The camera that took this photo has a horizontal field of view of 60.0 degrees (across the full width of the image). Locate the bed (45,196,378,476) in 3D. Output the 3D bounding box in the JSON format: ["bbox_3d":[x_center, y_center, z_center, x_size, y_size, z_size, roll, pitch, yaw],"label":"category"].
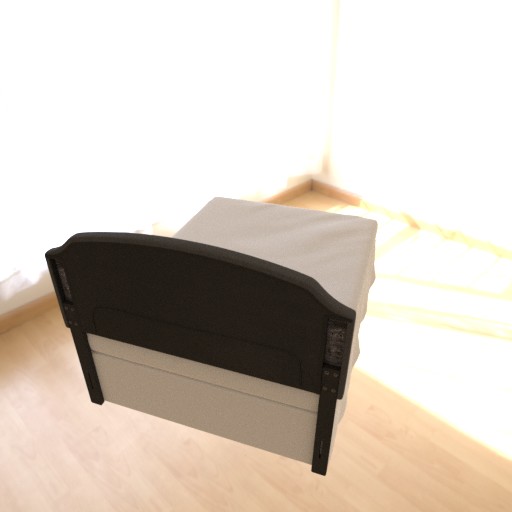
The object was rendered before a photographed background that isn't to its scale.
[{"bbox_3d":[0.000,0.000,2.997,1.558,1.270,1.999,10,33,16],"label":"bed"}]
